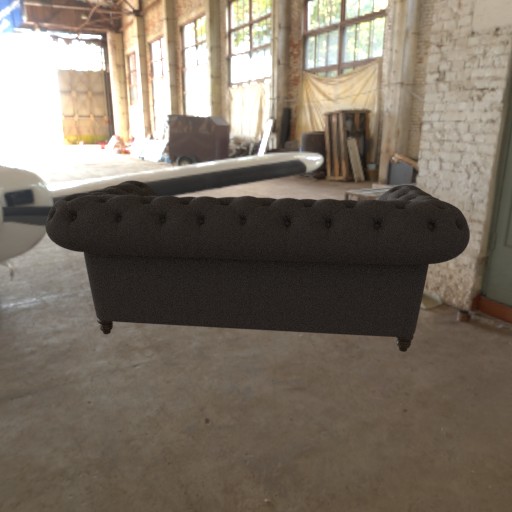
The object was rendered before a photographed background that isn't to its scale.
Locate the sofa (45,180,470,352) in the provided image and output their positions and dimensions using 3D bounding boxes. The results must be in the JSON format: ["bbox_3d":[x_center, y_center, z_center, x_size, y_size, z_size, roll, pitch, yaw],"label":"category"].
[{"bbox_3d":[0.000,0.000,2.452,1.998,0.764,0.986,2,17,7],"label":"sofa"}]
